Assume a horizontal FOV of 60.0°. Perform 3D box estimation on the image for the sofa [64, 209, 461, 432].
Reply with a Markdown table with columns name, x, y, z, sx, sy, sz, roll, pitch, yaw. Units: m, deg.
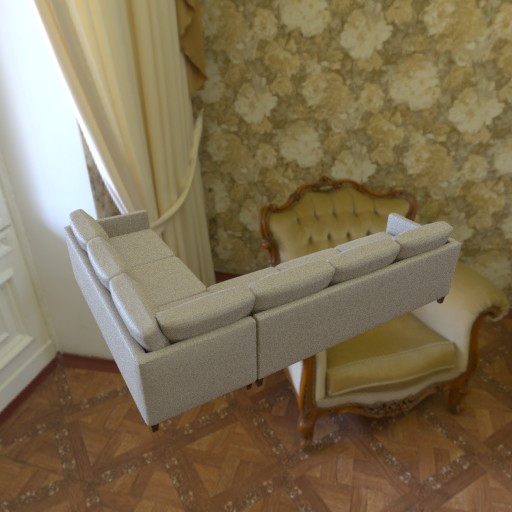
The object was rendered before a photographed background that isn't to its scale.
| name | x | y | z | sx | sy | sz | roll | pitch | yaw |
| --- | --- | --- | --- | --- | --- | --- | --- | --- | --- |
| sofa | 0.000 | 0.000 | 4.663 | 3.333 | 0.934 | 2.522 | -17 | 33 | -27 |
